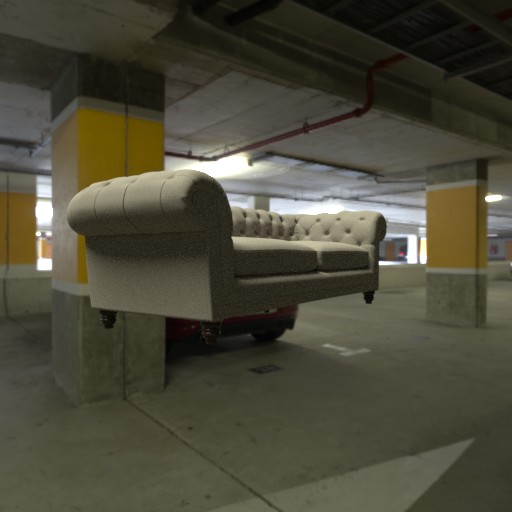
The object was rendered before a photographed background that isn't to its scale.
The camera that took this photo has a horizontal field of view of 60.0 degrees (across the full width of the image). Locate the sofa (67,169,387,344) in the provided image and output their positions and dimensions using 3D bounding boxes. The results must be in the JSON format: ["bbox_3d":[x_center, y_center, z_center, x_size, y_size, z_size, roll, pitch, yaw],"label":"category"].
[{"bbox_3d":[0.000,0.000,2.923,0.991,0.749,2.411,0,0,35],"label":"sofa"}]
